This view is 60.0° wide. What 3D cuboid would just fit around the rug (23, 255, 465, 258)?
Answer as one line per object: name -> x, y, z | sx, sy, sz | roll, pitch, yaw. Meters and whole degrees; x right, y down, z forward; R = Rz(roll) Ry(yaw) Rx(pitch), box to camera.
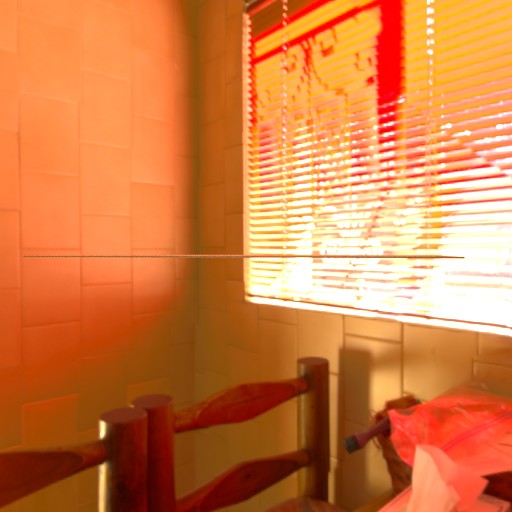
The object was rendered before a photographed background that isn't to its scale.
rug -> 0.000, 0.000, 2.303 | 1.828, 0.007, 1.220 | 0, 0, 18
